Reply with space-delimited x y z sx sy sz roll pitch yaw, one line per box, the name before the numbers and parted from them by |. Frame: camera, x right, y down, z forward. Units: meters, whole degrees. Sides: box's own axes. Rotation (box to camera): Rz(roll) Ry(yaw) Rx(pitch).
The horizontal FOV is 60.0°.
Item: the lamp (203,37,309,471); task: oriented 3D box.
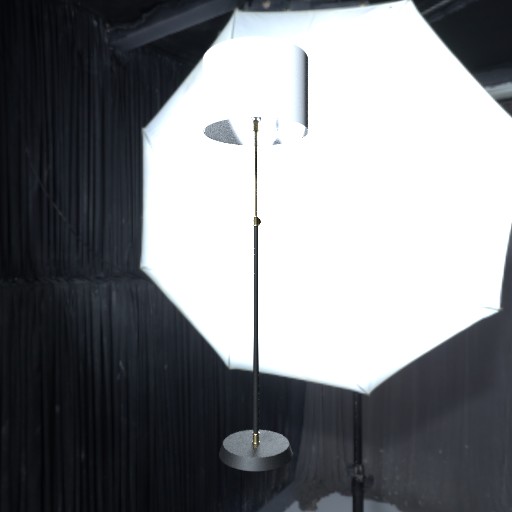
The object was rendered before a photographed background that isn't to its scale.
lamp | 0.000 0.000 1.704 0.404 1.517 0.404 0 0 36
